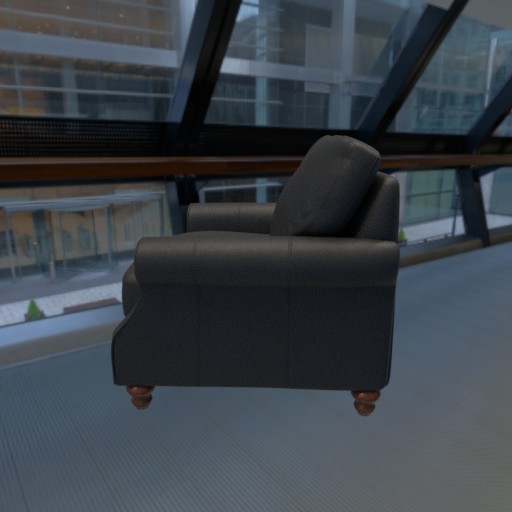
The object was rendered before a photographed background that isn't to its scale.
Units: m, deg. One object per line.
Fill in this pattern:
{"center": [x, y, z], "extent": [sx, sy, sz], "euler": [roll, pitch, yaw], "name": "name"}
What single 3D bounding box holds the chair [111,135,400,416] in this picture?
{"center": [0.000, 0.000, 1.821], "extent": [1.027, 0.960, 1.015], "euler": [2, 15, 8], "name": "chair"}
